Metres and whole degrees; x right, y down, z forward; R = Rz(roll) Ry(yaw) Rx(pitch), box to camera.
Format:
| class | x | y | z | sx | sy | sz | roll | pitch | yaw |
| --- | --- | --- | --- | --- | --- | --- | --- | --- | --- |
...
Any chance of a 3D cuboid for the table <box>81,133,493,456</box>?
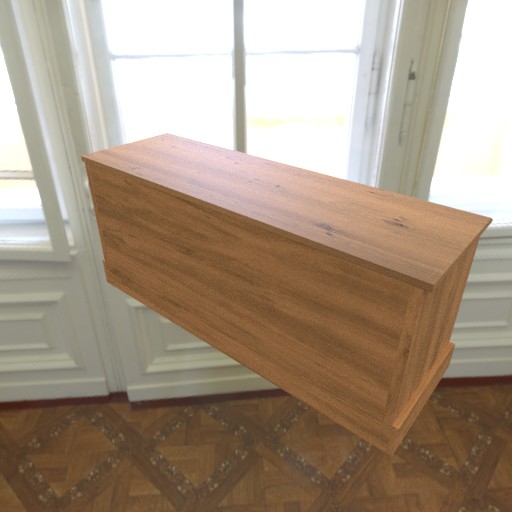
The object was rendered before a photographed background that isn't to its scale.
| class | x | y | z | sx | sy | sz | roll | pitch | yaw |
| --- | --- | --- | --- | --- | --- | --- | --- | --- | --- |
| table | 0.000 | 0.000 | 1.422 | 1.200 | 0.510 | 0.400 | 23 | 38 | 33 |
